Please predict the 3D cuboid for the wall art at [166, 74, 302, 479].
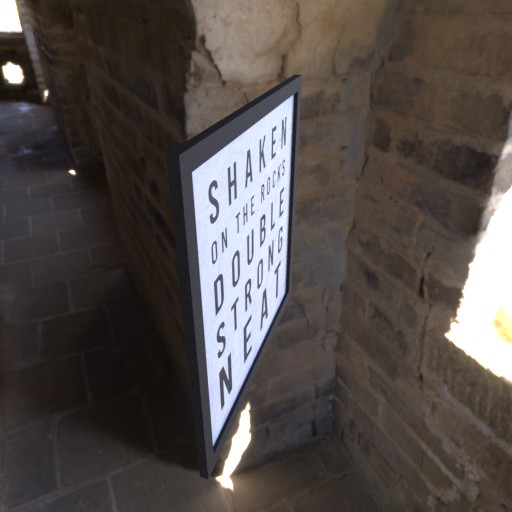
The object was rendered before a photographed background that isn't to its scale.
[{"bbox_3d":[0.000,0.000,0.682,0.013,0.458,0.456,10,32,16],"label":"wall art"}]
